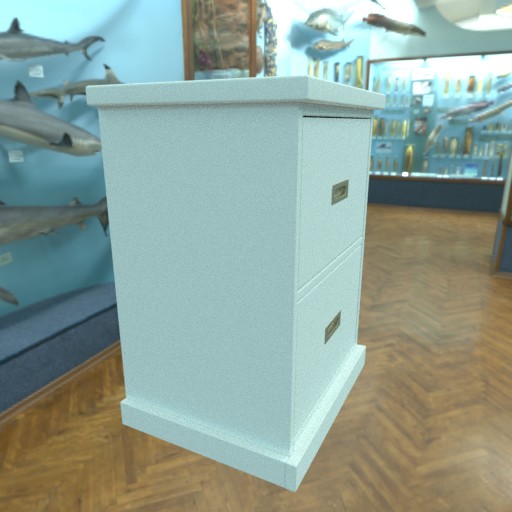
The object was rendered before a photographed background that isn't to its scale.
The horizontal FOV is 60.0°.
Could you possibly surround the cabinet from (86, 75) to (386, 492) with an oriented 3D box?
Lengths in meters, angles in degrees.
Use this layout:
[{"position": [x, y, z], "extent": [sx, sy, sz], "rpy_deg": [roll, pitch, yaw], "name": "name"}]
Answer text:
[{"position": [0.000, 0.000, 1.033], "extent": [0.431, 0.723, 0.520], "rpy_deg": [8, 19, 26], "name": "cabinet"}]
